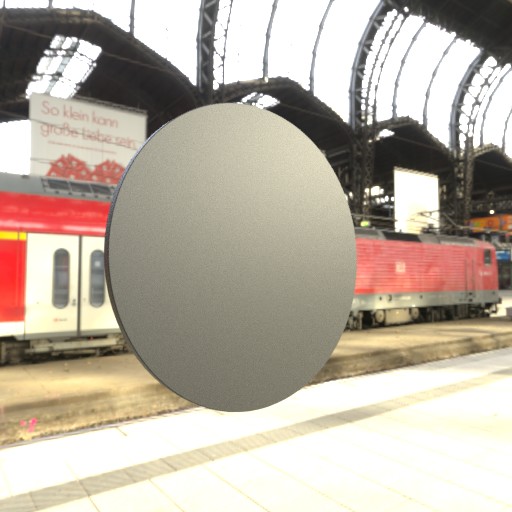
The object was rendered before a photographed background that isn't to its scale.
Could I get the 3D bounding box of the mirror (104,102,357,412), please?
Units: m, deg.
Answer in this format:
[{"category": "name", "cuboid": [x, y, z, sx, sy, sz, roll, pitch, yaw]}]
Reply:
[{"category": "mirror", "cuboid": [0.000, 0.000, 1.587, 1.077, 1.077, 0.036, 2, -4, -38]}]
